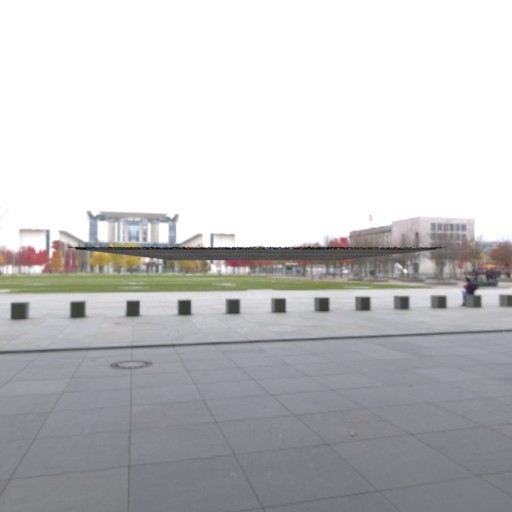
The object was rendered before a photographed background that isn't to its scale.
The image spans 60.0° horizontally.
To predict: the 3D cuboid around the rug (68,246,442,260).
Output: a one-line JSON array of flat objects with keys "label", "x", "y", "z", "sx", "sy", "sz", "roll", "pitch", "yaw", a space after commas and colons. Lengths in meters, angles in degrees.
[{"label": "rug", "x": 0.000, "y": 0.000, "z": 2.309, "sx": 1.217, "sy": 0.012, "sz": 1.848, "roll": 0, "pitch": -2, "yaw": 0}]
